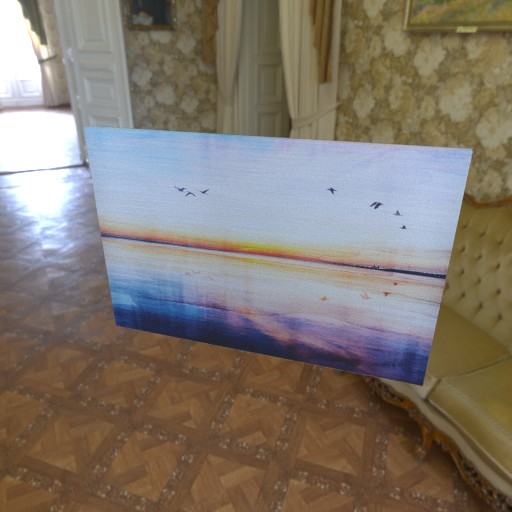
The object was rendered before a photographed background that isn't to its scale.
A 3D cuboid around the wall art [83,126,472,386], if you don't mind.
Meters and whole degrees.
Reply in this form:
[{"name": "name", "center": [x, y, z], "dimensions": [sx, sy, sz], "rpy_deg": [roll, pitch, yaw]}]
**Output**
[{"name": "wall art", "center": [0.000, 0.000, 1.432], "dimensions": [1.137, 0.756, 0.034], "rpy_deg": [8, 27, 16]}]
